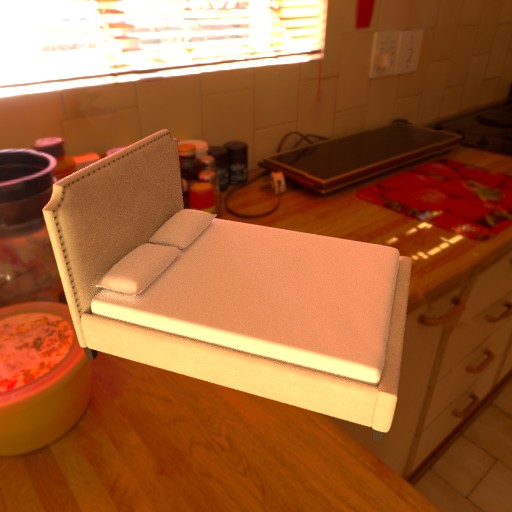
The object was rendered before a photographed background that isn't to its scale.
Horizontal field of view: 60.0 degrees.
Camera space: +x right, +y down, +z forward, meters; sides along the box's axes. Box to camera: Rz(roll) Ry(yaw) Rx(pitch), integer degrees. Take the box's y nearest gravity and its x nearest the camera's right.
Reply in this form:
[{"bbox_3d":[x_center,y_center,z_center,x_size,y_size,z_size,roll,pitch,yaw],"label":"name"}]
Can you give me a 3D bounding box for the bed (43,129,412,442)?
[{"bbox_3d":[0.000,0.000,3.488,2.372,1.443,1.712,10,32,17],"label":"bed"}]
